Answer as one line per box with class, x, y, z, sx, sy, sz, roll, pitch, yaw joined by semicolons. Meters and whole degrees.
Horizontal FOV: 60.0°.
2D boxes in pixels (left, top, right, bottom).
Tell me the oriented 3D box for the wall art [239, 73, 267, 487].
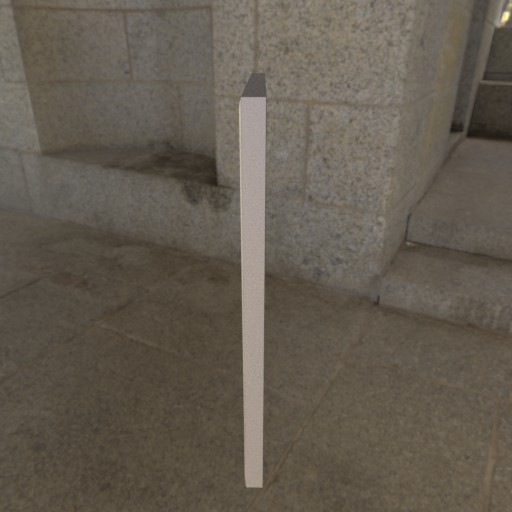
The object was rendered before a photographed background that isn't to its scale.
wall art;0.000;0.000;0.759;0.029;0.558;0.458;0;25;1
